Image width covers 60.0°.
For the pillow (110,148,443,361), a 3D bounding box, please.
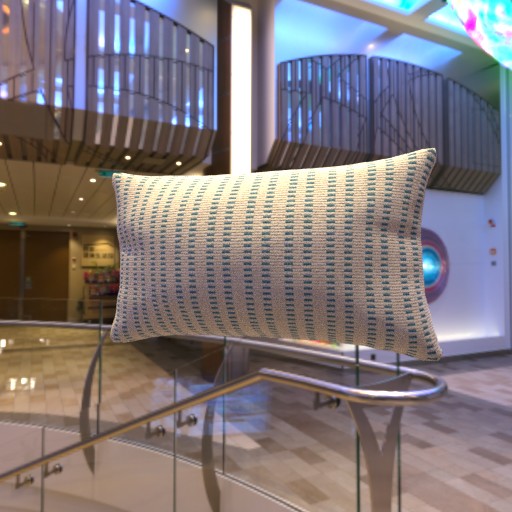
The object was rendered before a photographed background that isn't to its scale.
[{"bbox_3d":[0.000,0.000,0.821,0.640,0.353,0.210,-1,-2,18],"label":"pillow"}]
